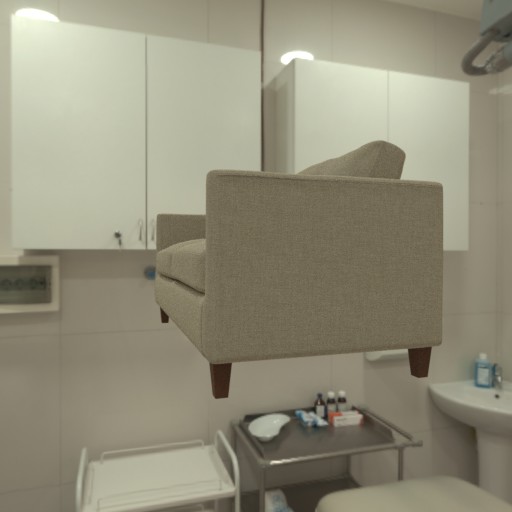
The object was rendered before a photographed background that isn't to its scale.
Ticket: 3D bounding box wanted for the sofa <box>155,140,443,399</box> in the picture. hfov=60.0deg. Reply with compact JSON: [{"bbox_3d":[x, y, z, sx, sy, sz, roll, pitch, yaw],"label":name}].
[{"bbox_3d":[0.000,0.000,2.442,0.951,0.947,1.884,0,1,-18],"label":"sofa"}]
